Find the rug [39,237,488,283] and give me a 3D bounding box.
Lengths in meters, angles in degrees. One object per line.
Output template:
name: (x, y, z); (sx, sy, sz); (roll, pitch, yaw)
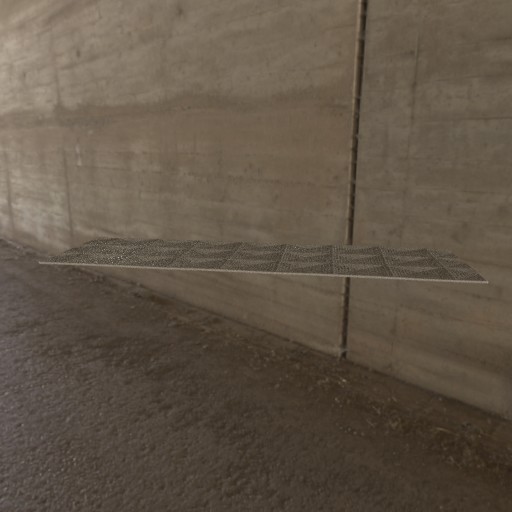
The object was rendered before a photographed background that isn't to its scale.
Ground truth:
rug: (0.000, 0.000, 2.425); (2.182, 0.015, 0.645); (2, 14, 9)
